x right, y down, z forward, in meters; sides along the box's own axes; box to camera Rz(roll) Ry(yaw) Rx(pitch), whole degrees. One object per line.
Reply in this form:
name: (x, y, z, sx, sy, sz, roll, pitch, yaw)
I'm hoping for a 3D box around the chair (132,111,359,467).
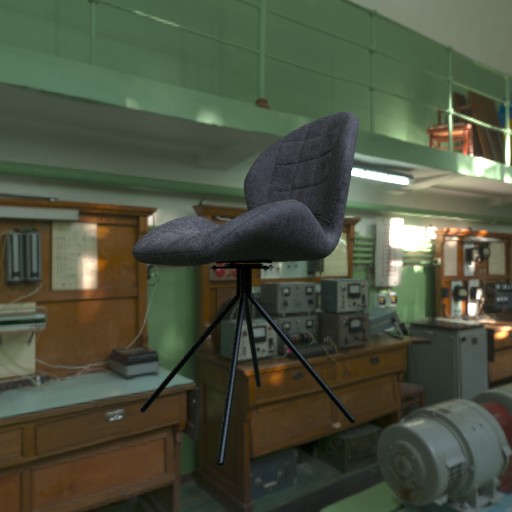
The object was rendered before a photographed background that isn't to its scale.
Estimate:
chair: (0.000, 0.000, 1.309, 0.640, 0.934, 0.527, 0, -1, -37)
